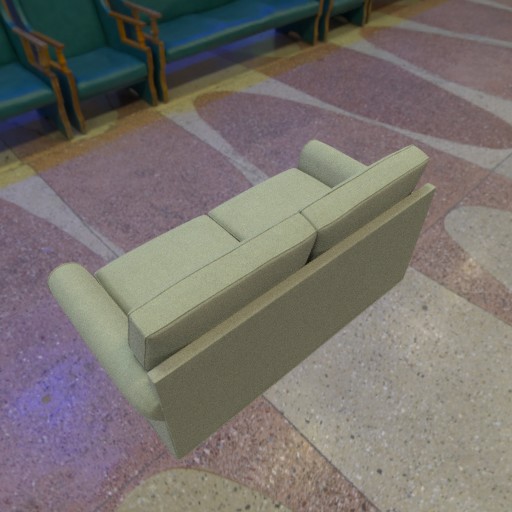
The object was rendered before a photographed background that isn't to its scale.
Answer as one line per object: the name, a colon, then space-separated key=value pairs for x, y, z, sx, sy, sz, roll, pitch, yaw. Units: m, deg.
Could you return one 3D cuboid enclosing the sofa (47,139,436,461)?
sofa: x=0.000 y=0.000 z=2.232 sx=1.774 sy=0.933 sz=0.861 roll=-32 pitch=54 yaw=-27
